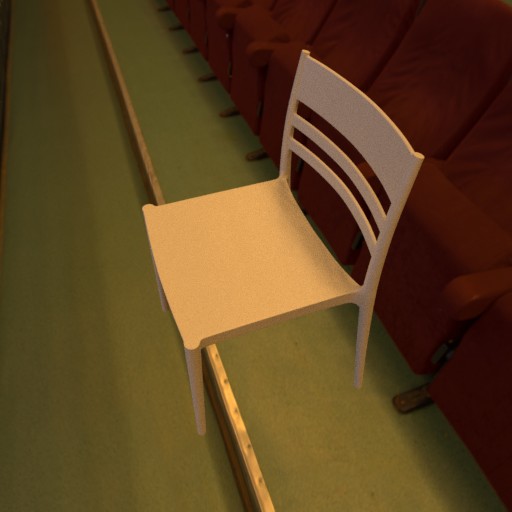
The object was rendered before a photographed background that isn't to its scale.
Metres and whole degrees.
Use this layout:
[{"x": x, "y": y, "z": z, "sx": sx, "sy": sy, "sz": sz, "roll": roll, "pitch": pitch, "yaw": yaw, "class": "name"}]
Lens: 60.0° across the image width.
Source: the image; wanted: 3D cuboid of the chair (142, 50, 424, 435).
[{"x": 0.000, "y": 0.000, "z": 1.137, "sx": 0.511, "sy": 0.800, "sz": 0.531, "roll": -15, "pitch": 49, "yaw": -14, "class": "chair"}]
